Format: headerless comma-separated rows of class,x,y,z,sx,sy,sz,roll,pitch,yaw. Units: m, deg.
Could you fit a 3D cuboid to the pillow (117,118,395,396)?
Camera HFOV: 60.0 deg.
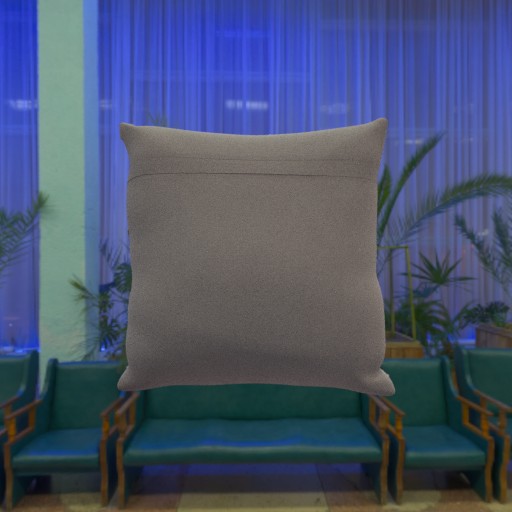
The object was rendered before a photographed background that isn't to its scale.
pillow,0.000,0.000,0.710,0.439,0.440,0.185,0,0,0
